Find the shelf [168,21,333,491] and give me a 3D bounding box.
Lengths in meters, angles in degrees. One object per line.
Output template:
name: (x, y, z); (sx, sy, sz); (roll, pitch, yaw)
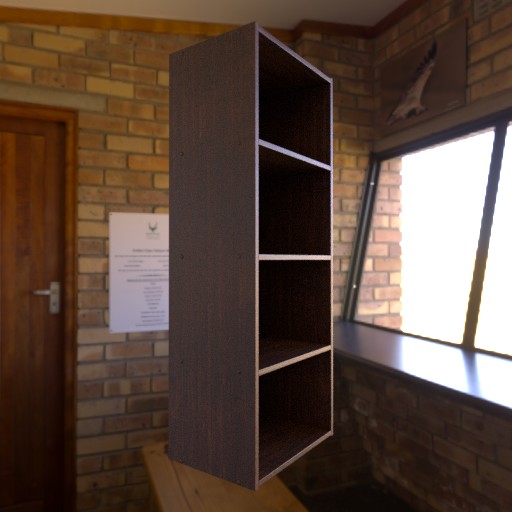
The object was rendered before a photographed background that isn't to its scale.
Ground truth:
shelf: (0.000, 0.000, 1.286); (0.290, 1.099, 0.415); (0, -1, 36)
